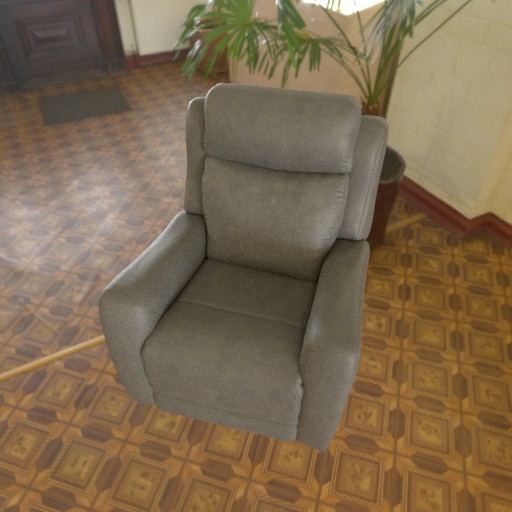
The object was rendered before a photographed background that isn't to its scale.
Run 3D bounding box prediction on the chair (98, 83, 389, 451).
[{"bbox_3d":[0.000,0.000,1.900,0.965,1.116,1.068,11,43,12],"label":"chair"}]
